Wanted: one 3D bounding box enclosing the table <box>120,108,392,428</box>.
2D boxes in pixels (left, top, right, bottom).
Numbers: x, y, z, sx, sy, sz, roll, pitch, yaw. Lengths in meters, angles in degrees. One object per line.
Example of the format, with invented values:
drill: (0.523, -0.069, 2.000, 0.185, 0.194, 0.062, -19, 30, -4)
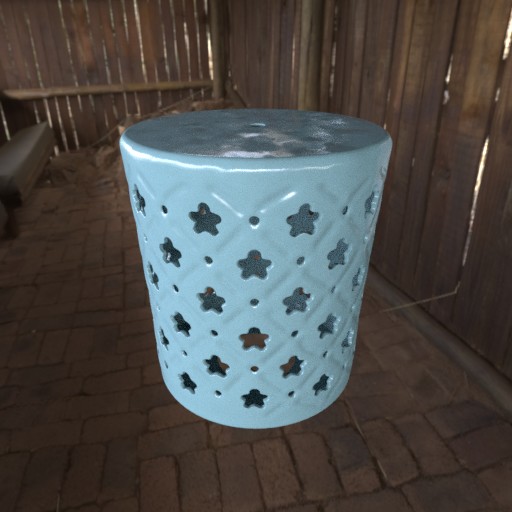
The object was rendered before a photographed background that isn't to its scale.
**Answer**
table: (0.000, 0.000, 0.671, 0.352, 0.387, 0.352, 0, 26, 0)
